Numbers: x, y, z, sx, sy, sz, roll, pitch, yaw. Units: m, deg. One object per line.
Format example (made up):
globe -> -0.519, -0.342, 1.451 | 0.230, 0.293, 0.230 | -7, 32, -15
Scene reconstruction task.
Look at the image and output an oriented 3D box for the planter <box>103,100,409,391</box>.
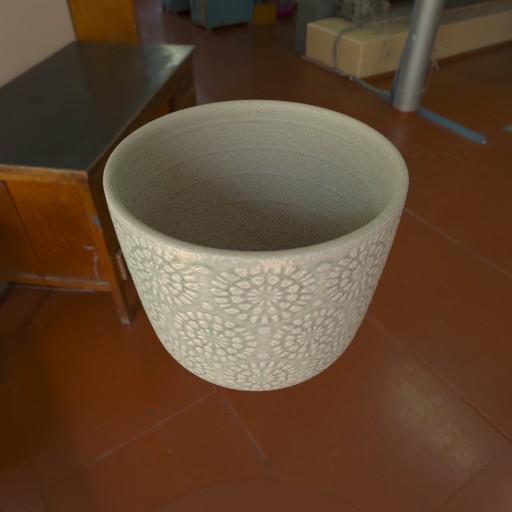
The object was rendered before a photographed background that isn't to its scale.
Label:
planter -> 0.000, 0.000, 0.220 | 0.124, 0.109, 0.124 | 0, 42, 0
